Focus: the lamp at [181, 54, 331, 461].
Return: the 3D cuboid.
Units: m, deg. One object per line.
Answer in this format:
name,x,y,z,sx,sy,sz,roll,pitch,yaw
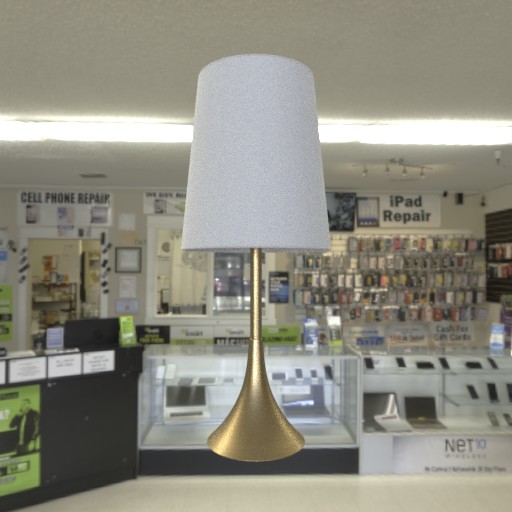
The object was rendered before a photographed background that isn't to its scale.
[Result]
lamp,0.000,0.000,0.691,0.231,0.569,0.231,0,-1,0
